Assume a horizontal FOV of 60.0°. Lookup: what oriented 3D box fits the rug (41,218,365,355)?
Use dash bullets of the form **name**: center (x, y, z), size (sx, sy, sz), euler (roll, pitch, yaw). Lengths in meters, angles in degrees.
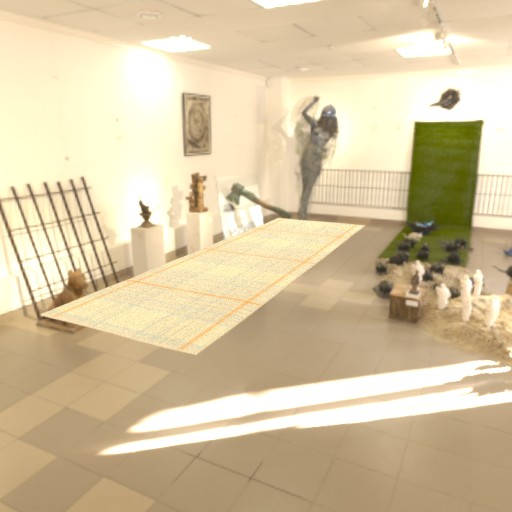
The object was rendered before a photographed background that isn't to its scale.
- **rug**: center (0.000, 0.000, 2.713), size (0.770, 0.016, 2.442), euler (8, 17, 25)
